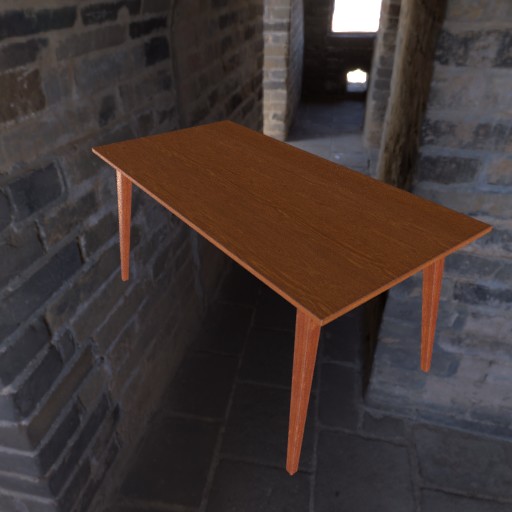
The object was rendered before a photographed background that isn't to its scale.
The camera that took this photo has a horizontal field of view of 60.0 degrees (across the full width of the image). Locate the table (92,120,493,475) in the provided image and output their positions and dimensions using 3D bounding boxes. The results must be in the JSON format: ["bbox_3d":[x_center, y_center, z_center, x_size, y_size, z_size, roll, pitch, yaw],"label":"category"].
[{"bbox_3d":[0.000,0.000,2.048,0.811,0.755,1.609,-22,39,-31],"label":"table"}]
